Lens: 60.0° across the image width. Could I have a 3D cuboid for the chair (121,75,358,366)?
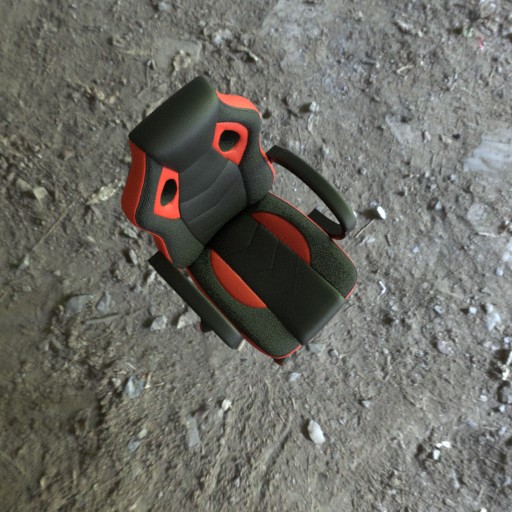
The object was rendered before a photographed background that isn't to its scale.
[{"bbox_3d":[0.000,0.000,1.404,0.600,1.016,0.642,-44,80,-10],"label":"chair"}]
